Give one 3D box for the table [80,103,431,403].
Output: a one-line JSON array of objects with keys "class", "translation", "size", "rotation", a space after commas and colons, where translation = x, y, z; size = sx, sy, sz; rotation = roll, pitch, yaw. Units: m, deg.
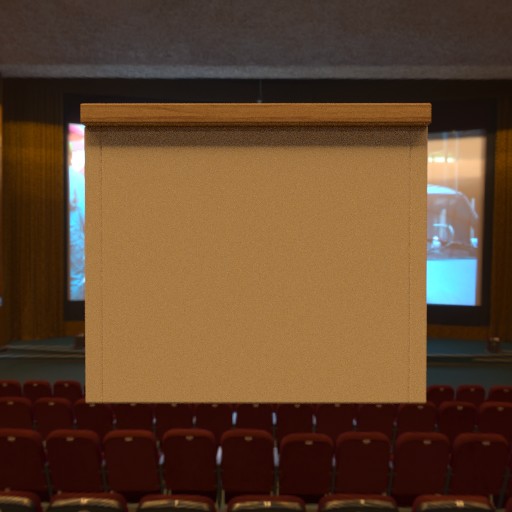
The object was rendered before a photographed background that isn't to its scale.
[{"class": "table", "translation": [0.000, 0.000, 0.813], "size": [0.500, 0.440, 0.360], "rotation": [0, 1, 0]}]
